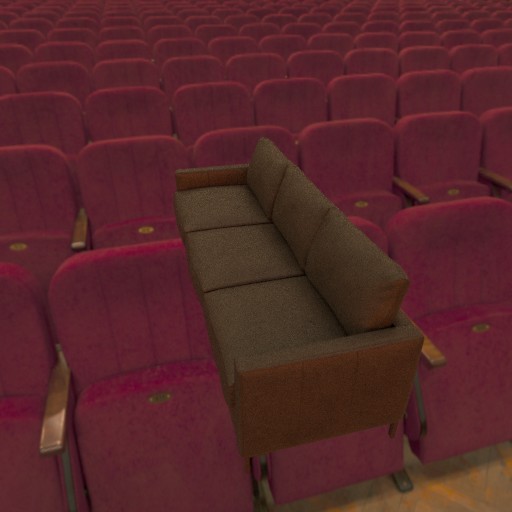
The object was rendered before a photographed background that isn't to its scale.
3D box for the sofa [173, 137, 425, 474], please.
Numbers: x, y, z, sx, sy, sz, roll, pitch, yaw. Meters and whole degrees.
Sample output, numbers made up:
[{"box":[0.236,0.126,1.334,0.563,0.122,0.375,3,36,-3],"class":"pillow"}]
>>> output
[{"box":[0.000,0.000,2.433,0.748,0.805,2.029,-8,32,-13],"class":"sofa"}]
